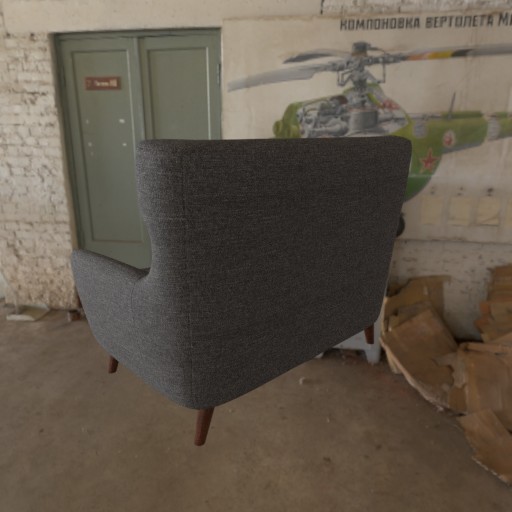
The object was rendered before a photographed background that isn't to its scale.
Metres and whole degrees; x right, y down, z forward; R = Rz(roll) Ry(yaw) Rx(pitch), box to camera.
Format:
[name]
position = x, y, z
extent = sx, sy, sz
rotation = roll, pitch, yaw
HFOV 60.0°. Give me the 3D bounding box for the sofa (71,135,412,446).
[sofa]
position = 0.000, 0.000, 1.963
extent = 1.358, 1.028, 0.874
rotation = -15, 22, -42
